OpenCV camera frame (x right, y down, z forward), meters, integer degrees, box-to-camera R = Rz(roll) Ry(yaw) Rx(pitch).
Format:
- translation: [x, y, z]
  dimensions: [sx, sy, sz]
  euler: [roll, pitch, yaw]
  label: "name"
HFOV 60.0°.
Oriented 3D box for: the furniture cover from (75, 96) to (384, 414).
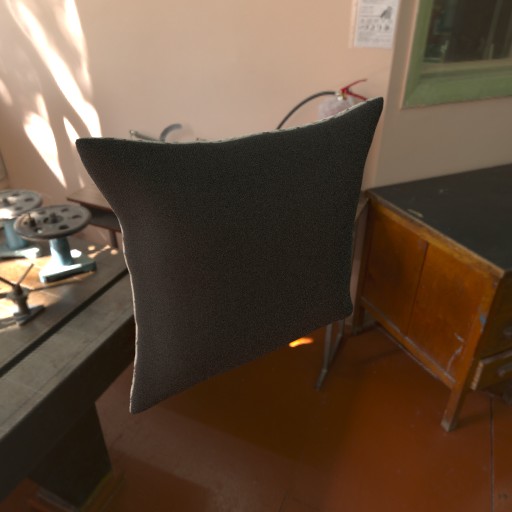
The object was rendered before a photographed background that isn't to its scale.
- translation: [0.000, 0.000, 0.780]
  dimensions: [0.525, 0.498, 0.180]
  euler: [-18, 36, -27]
  label: "furniture cover"
